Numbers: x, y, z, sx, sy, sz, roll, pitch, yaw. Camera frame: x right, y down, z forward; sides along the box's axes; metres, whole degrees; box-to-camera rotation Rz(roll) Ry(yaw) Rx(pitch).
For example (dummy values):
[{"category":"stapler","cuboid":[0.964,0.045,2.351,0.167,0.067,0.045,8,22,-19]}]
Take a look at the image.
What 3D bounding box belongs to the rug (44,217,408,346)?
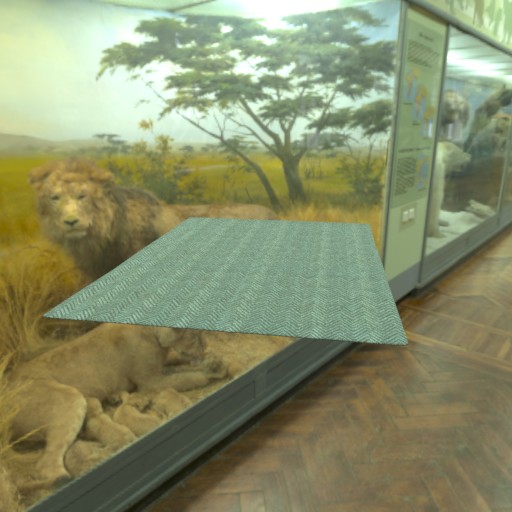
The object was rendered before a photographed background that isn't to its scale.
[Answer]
[{"category":"rug","cuboid":[0.000,0.000,5.260,2.894,0.011,3.957,3,17,9]}]
